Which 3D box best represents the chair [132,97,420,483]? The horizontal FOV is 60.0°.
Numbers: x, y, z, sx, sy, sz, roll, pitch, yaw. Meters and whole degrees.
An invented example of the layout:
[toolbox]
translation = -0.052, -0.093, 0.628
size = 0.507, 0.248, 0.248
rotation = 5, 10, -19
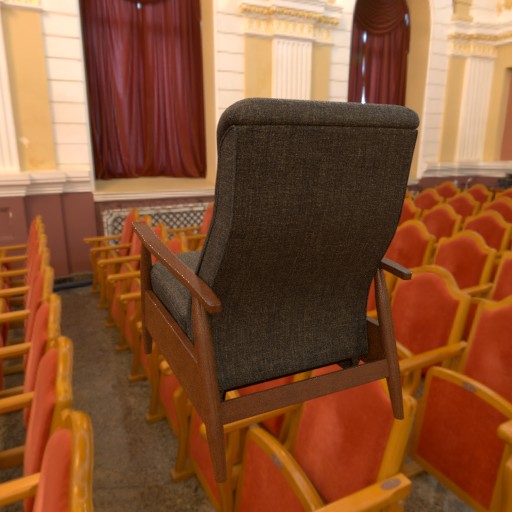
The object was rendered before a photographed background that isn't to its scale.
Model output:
[chair]
translation = 0.000, 0.000, 1.753
size = 0.762, 1.082, 1.014
rotation = -7, 15, -26
